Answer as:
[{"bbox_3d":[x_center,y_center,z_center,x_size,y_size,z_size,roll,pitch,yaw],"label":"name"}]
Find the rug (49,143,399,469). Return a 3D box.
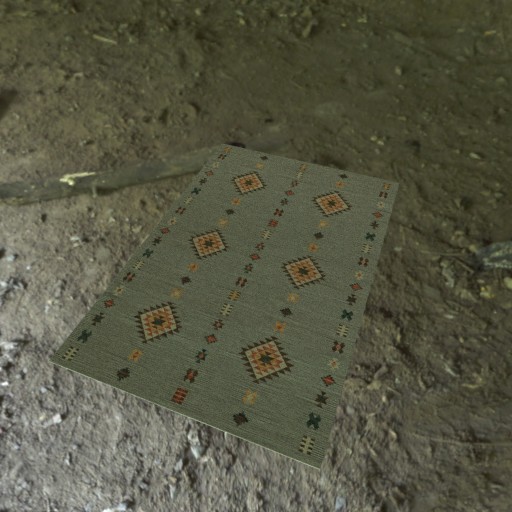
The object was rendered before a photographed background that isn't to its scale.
[{"bbox_3d":[0.000,0.000,2.346,1.217,0.005,1.818,16,49,14],"label":"rug"}]
